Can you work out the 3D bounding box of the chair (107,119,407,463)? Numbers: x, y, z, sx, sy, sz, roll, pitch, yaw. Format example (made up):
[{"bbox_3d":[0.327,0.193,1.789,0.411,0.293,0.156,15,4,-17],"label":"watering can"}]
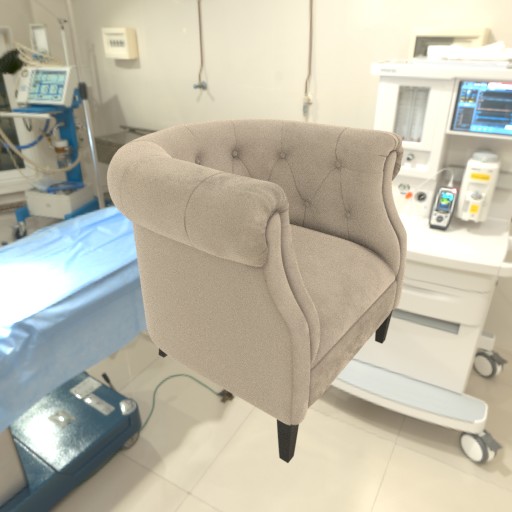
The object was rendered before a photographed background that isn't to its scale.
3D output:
[{"bbox_3d":[0.000,0.000,1.568,0.851,0.826,0.904,19,33,32],"label":"chair"}]
